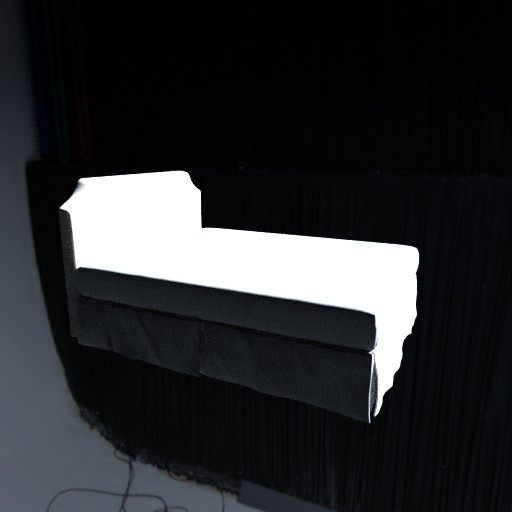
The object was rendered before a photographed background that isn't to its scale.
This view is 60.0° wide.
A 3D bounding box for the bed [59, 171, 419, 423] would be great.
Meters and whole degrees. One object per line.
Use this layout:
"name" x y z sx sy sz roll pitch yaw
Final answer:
"bed" 0.000 0.000 3.732 2.498 1.293 1.977 7 15 25
